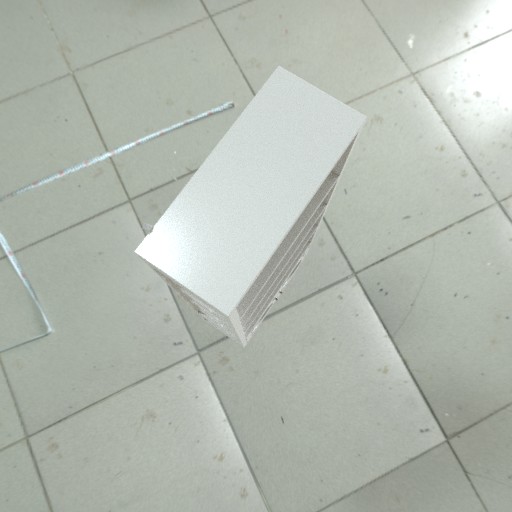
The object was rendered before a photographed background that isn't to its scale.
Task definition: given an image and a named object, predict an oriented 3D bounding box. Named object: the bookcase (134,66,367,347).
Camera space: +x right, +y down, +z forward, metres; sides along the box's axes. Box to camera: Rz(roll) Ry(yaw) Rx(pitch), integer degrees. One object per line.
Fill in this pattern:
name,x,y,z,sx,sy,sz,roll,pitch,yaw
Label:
bookcase,0.000,0.000,2.203,0.361,1.869,0.761,33,78,8
